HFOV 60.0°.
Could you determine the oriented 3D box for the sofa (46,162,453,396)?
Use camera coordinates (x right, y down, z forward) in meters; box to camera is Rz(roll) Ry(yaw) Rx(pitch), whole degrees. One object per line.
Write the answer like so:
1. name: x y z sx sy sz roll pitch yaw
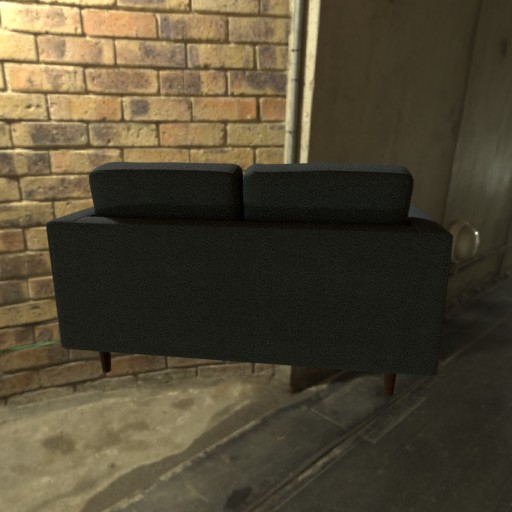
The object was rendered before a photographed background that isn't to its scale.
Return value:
1. sofa: 0.000 0.000 2.159 1.518 0.930 0.999 2 16 8
